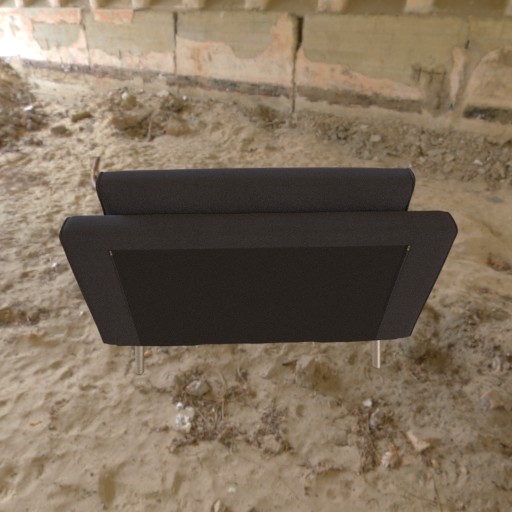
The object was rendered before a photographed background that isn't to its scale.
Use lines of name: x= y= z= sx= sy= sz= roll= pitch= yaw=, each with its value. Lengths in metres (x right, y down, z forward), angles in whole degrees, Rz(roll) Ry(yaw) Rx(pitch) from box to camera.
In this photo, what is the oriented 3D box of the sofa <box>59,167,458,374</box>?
sofa: x=0.000 y=0.000 z=1.876 sx=1.220 sy=0.910 sz=0.910 roll=-1 pitch=29 yaw=-2
